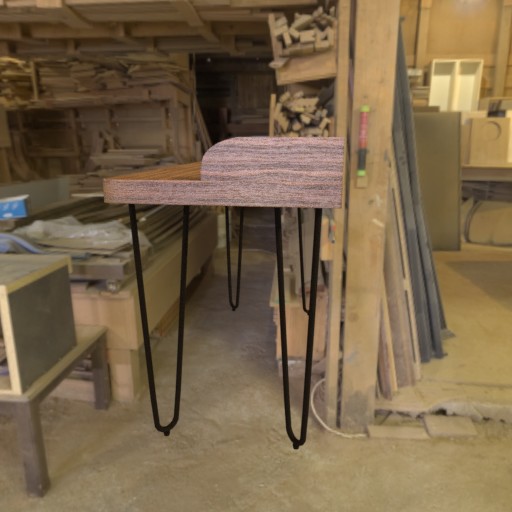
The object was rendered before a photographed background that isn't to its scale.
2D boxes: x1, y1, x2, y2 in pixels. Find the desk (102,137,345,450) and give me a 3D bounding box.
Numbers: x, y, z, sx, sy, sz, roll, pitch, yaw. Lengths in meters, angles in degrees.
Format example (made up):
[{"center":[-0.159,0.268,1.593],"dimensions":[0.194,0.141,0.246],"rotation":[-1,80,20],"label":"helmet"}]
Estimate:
[{"center":[0.000,0.000,1.657],"dimensions":[0.565,0.854,1.200],"rotation":[2,15,8],"label":"desk"}]
